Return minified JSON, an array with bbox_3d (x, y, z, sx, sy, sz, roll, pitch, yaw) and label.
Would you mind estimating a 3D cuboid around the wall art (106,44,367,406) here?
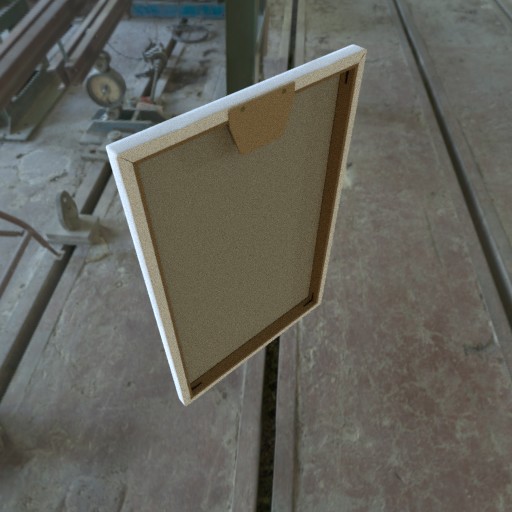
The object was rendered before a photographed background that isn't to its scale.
[{"bbox_3d":[0.000,0.000,1.166,0.602,0.916,0.048,-32,55,-26],"label":"wall art"}]
